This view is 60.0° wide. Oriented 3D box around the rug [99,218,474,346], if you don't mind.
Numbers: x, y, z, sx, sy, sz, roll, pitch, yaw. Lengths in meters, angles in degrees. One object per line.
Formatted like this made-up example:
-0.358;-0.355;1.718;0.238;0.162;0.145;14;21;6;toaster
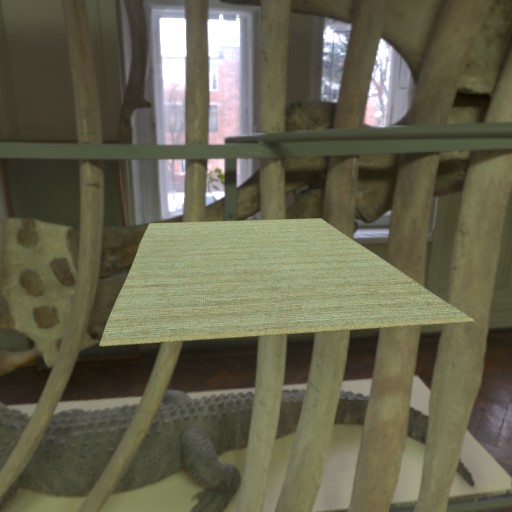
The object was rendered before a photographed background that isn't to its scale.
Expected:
0.000;0.000;2.294;1.240;0.010;1.824;-2;16;-8;rug
